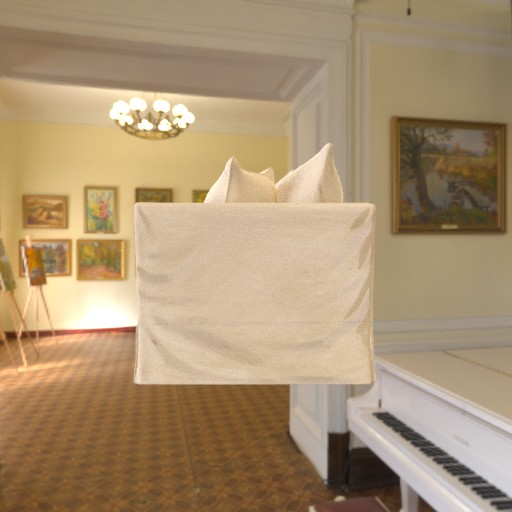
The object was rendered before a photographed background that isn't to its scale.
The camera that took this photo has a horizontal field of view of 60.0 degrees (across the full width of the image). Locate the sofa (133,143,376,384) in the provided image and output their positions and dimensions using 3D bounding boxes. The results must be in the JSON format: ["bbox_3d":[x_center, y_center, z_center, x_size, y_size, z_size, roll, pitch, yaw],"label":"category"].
[{"bbox_3d":[0.000,0.000,3.008,1.030,1.042,2.484,0,0,0],"label":"sofa"}]
